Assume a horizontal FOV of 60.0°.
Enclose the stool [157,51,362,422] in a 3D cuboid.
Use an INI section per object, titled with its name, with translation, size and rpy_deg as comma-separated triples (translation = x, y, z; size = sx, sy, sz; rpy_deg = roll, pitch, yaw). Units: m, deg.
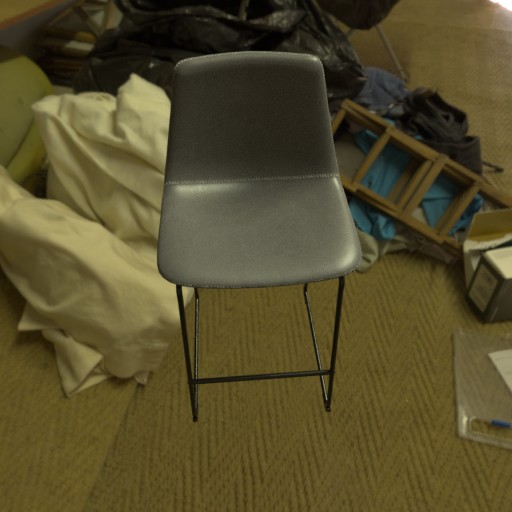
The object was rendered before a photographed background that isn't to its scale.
[stool]
translation = 0.000, 0.000, 1.201
size = 0.470, 0.876, 0.546
rpy_deg = -3, 48, -3
